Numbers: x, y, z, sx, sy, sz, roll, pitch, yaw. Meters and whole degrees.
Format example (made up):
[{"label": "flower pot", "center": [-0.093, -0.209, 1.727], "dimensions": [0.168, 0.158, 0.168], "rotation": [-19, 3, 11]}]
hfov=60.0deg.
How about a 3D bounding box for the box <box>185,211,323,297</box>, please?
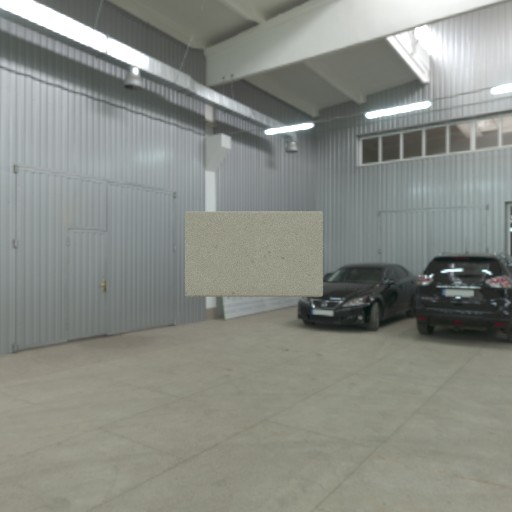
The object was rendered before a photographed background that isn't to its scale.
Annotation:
[{"label": "box", "center": [0.000, 0.000, 0.492], "dimensions": [0.082, 0.051, 0.461], "rotation": [0, 0, 0]}]
